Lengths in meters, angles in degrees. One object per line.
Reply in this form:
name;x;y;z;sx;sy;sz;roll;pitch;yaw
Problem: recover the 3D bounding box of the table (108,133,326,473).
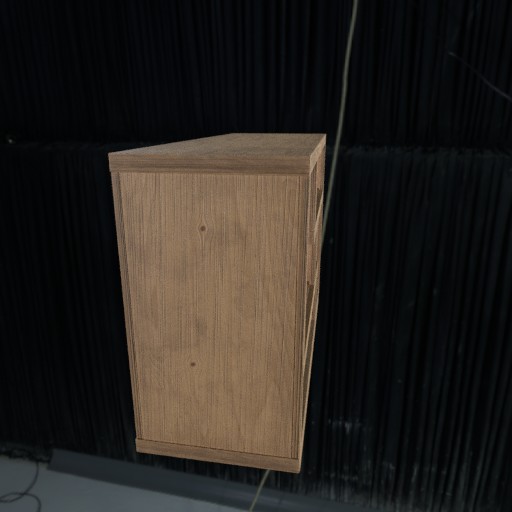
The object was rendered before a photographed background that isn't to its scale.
table;0.000;0.000;1.522;0.410;0.771;1.151;3;18;10
